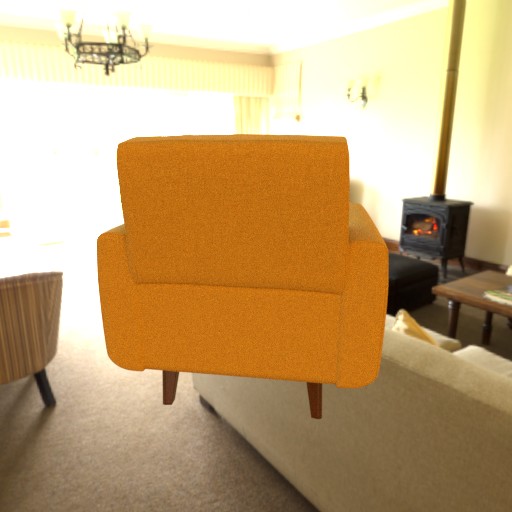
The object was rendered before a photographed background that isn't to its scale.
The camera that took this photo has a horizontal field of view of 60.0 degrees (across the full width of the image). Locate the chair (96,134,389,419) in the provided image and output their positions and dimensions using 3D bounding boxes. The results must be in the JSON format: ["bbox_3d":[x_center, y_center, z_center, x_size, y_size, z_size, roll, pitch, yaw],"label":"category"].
[{"bbox_3d":[0.000,0.000,1.599,0.831,0.841,0.909,2,15,9],"label":"chair"}]
